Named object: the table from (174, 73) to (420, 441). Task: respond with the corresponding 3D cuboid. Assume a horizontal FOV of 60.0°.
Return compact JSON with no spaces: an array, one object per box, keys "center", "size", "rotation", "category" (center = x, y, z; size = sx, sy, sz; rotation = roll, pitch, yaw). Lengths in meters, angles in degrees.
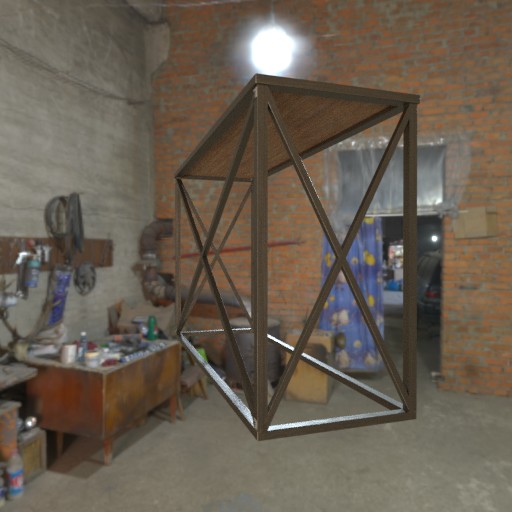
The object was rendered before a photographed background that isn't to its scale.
[{"center":[0.000,0.000,1.543],"size":[0.402,0.753,1.216],"rotation":[0,0,-18],"category":"table"}]
